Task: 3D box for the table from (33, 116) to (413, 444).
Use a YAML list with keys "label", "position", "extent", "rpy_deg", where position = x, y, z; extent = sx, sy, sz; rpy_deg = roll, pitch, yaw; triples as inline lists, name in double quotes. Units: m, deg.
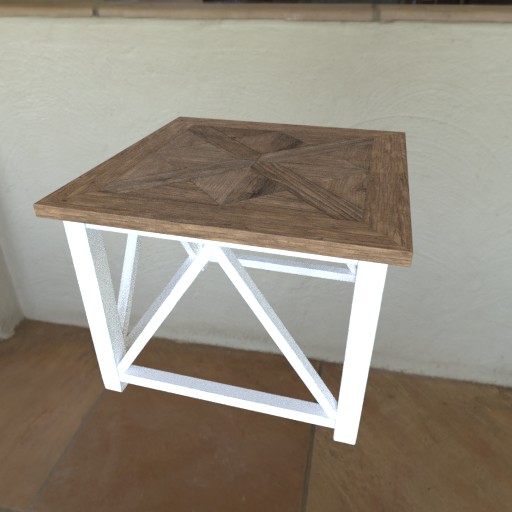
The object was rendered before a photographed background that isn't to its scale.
- label: "table"
  position: [0.000, 0.000, 1.199]
  extent: [0.700, 0.532, 0.700]
  rpy_deg: [8, 32, 13]
